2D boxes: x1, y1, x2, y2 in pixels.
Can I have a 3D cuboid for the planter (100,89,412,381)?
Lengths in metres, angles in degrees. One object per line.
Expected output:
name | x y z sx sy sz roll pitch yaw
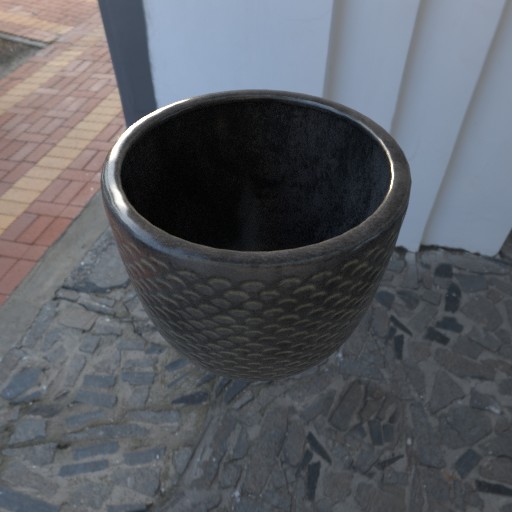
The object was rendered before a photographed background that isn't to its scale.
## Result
planter | 0.000 0.000 0.305 0.172 0.160 0.172 0 46 0
